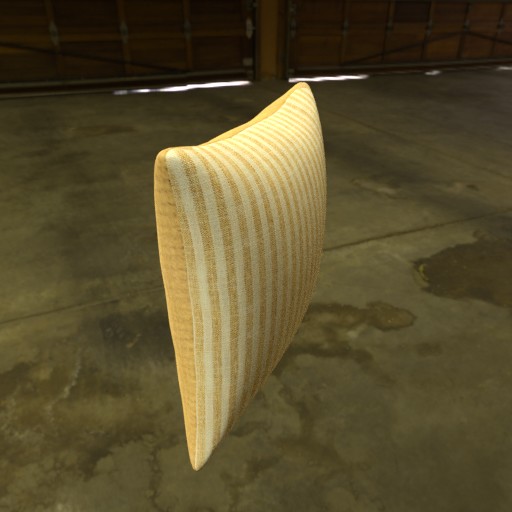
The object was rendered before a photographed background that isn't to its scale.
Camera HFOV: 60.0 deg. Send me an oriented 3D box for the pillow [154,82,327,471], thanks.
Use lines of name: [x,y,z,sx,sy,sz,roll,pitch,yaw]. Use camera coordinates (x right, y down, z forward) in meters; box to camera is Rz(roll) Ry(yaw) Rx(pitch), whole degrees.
pillow: [0.000,0.000,0.624,0.173,0.407,0.419,11,31,19]
